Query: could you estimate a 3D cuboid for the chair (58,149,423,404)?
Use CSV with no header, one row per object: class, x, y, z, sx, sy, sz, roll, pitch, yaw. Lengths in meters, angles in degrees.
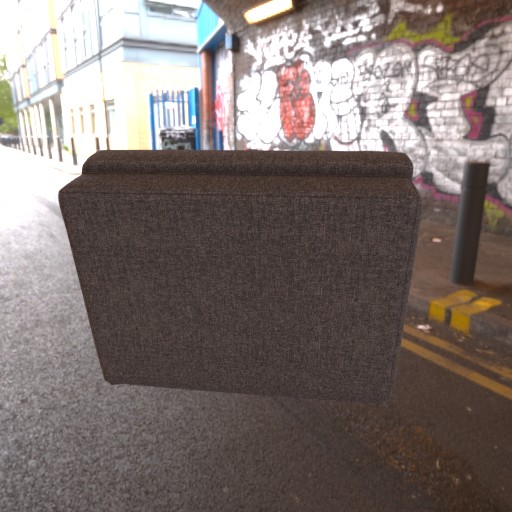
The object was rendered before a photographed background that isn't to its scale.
chair,0.000,0.000,1.288,0.740,0.615,0.800,2,16,7
